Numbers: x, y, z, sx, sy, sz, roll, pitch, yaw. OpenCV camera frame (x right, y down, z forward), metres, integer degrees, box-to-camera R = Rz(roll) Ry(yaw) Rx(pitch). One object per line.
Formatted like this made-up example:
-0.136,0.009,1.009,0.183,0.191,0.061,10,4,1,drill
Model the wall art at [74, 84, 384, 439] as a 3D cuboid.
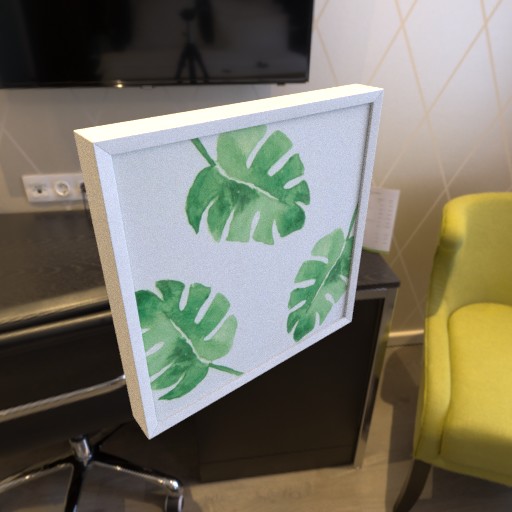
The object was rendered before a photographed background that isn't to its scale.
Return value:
0.000,0.000,0.465,0.305,0.305,0.038,-22,37,-32,wall art
